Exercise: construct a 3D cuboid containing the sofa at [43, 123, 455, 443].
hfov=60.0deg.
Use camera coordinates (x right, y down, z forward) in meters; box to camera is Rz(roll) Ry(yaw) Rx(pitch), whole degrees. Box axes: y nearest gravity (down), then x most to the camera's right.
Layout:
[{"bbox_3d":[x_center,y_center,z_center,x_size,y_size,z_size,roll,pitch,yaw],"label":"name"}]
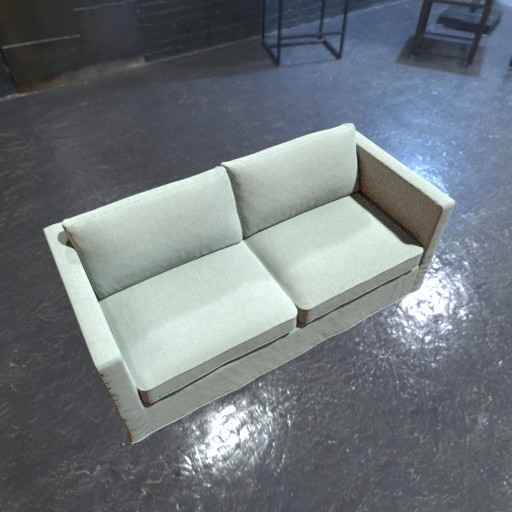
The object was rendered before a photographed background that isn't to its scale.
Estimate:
[{"bbox_3d":[0.000,0.000,2.505,1.987,0.870,0.940,-23,51,-20],"label":"sofa"}]
